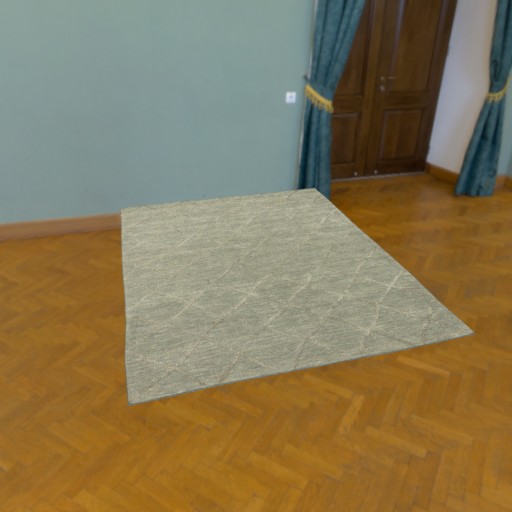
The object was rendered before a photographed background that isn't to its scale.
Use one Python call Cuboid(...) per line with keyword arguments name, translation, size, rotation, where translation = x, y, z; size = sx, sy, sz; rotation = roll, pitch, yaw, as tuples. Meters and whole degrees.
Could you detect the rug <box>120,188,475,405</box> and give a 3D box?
Cuboid(name="rug", translation=(0.000, 0.000, 4.155), size=(2.438, 0.013, 3.048), rotation=(-8, 30, -14))
